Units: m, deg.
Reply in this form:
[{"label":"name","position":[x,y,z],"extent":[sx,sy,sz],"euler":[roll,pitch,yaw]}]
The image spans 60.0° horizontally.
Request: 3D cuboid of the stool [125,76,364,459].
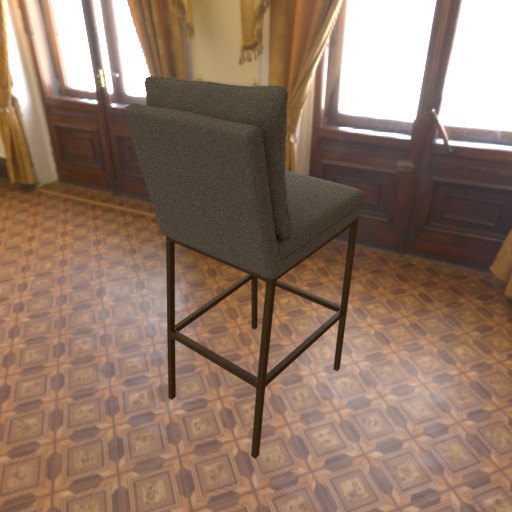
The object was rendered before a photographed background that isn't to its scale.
[{"label":"stool","position":[0.000,0.000,1.455],"extent":[0.463,1.132,0.569],"euler":[21,36,33]}]
